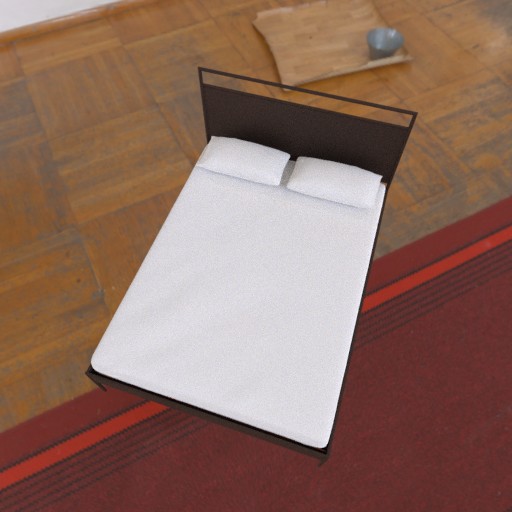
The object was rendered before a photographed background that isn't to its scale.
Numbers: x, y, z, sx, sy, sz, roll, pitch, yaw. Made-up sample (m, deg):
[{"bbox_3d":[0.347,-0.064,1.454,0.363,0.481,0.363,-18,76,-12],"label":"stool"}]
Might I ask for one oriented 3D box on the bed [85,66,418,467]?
[{"bbox_3d":[0.000,0.000,3.033,1.572,1.173,2.122,16,59,10],"label":"bed"}]
